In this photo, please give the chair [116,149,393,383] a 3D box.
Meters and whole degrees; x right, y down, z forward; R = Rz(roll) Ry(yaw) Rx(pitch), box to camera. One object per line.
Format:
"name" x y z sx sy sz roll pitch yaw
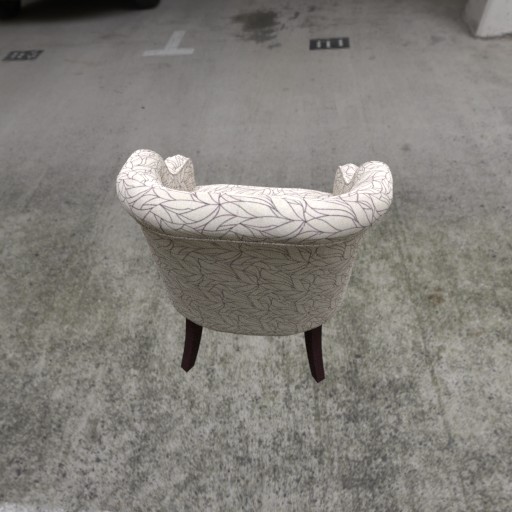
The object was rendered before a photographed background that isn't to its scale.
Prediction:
"chair" 0.000 0.000 1.322 0.686 0.858 0.613 4 47 3
